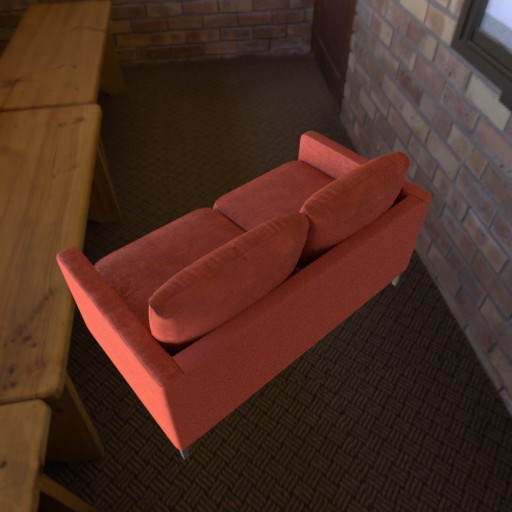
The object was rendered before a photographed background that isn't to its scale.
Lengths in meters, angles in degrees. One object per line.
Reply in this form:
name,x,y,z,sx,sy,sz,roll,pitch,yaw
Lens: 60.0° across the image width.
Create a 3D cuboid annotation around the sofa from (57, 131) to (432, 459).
sofa,0.000,0.000,2.175,1.574,0.896,0.864,-33,54,-27
